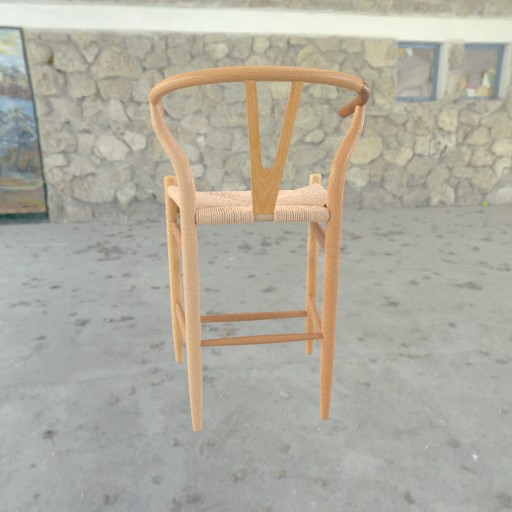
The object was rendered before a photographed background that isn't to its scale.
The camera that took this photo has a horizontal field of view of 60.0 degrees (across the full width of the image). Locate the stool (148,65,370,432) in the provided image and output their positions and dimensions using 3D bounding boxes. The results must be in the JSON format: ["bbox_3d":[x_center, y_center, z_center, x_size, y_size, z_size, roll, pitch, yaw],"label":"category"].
[{"bbox_3d":[0.000,0.000,1.253,0.536,0.923,0.575,-2,16,-8],"label":"stool"}]
